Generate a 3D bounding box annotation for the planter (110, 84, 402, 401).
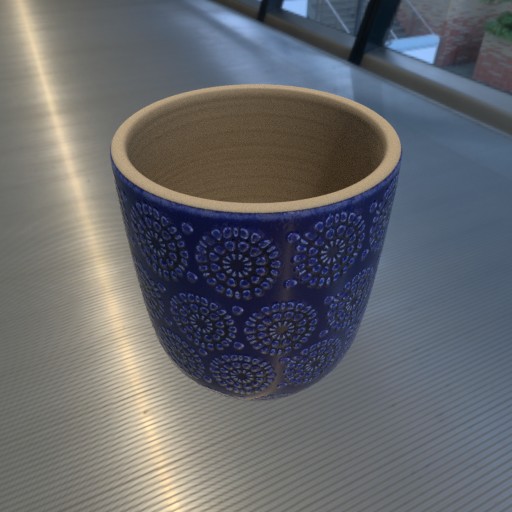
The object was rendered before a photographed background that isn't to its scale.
[{"bbox_3d":[0.000,0.000,0.347,0.184,0.206,0.184,0,40,0],"label":"planter"}]
